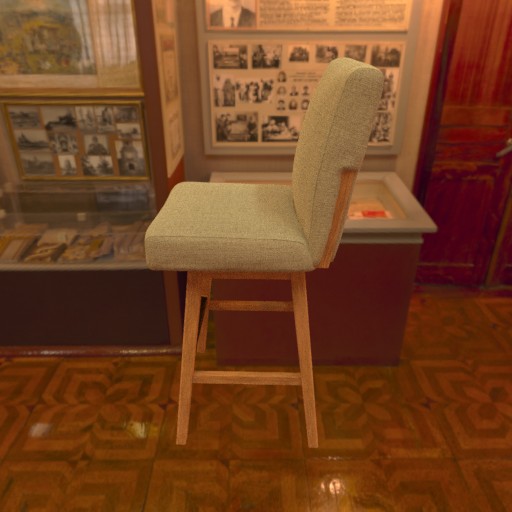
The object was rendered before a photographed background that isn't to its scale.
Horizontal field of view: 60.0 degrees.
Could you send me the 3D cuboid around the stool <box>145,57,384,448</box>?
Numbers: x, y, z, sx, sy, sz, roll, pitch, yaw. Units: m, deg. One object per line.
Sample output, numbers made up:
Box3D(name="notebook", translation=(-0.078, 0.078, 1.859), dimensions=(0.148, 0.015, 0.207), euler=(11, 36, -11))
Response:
Box3D(name="stool", translation=(0.000, 0.000, 1.367), dimensions=(0.569, 1.106, 0.483), euler=(1, 27, 1))
